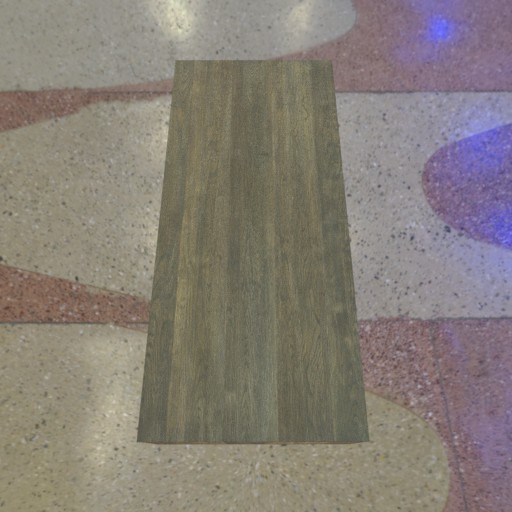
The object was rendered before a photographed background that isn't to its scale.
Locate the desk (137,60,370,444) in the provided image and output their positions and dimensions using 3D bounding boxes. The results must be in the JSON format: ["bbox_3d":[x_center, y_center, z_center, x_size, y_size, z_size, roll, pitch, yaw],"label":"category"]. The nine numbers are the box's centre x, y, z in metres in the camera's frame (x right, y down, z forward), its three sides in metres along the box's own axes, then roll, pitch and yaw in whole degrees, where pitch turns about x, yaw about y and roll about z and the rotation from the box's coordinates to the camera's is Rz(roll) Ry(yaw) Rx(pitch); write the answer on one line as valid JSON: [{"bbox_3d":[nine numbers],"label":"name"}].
[{"bbox_3d":[0.000,0.000,2.038,0.730,0.780,1.600,0,66,0],"label":"desk"}]
